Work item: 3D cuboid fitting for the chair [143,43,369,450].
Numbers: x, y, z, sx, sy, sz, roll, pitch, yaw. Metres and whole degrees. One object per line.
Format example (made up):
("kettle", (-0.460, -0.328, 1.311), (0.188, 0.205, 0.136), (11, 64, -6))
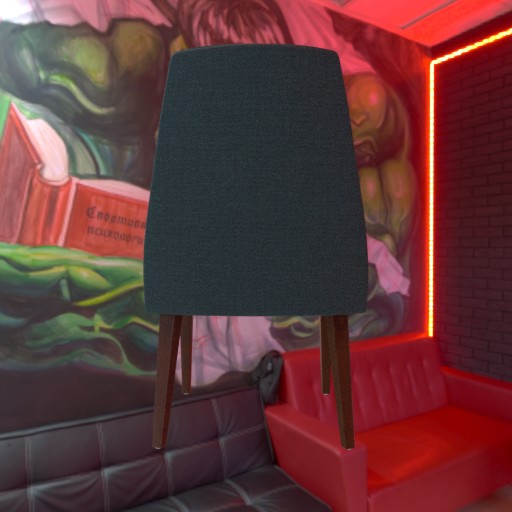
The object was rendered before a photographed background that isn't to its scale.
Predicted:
("chair", (0.000, 0.000, 1.149), (0.529, 0.861, 0.544), (0, 1, 1))
